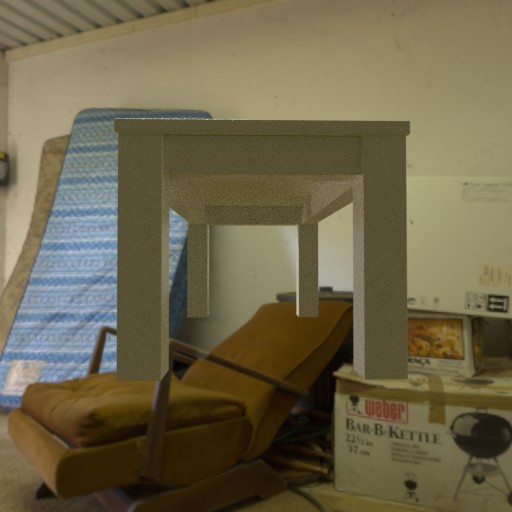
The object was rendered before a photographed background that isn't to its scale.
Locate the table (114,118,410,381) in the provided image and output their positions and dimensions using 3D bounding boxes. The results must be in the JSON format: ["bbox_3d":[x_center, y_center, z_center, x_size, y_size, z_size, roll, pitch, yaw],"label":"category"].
[{"bbox_3d":[0.000,0.000,2.236,0.900,0.790,1.800,0,-1,-1],"label":"table"}]
